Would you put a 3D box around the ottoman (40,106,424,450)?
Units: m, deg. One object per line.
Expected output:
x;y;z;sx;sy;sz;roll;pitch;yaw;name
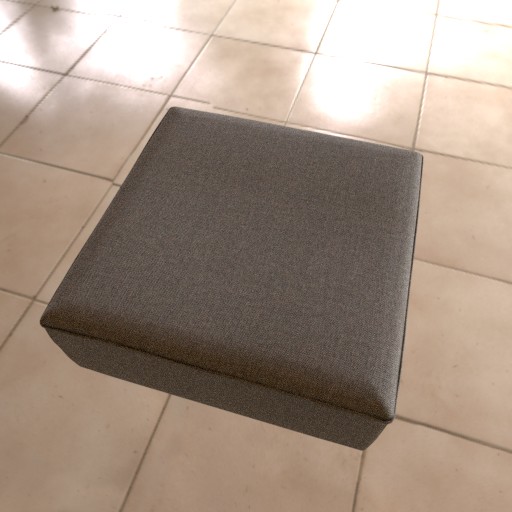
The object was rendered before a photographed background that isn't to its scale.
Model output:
0.000;0.000;1.574;1.017;0.423;1.023;14;57;9;ottoman
